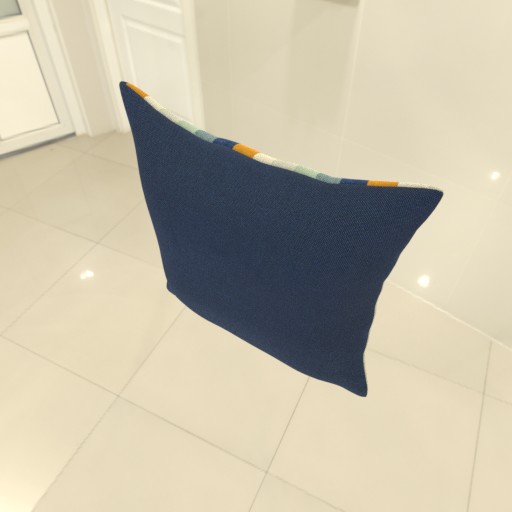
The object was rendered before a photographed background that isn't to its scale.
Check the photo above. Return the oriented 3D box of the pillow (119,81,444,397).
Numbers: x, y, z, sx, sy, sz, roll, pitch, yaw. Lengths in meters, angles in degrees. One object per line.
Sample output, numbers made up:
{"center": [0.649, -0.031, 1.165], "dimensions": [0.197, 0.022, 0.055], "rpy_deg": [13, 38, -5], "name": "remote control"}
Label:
{"center": [0.000, 0.000, 0.705], "dimensions": [0.463, 0.454, 0.173], "rpy_deg": [25, 51, 22], "name": "pillow"}
